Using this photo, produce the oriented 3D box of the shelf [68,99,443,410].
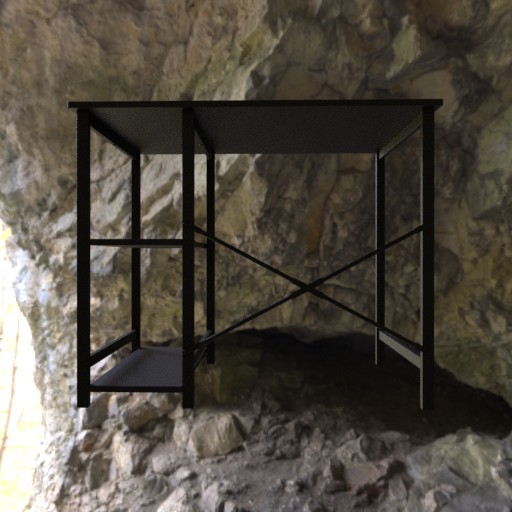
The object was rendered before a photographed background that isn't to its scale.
[{"bbox_3d":[0.000,0.000,1.313,0.902,0.749,0.498,0,0,1],"label":"shelf"}]
